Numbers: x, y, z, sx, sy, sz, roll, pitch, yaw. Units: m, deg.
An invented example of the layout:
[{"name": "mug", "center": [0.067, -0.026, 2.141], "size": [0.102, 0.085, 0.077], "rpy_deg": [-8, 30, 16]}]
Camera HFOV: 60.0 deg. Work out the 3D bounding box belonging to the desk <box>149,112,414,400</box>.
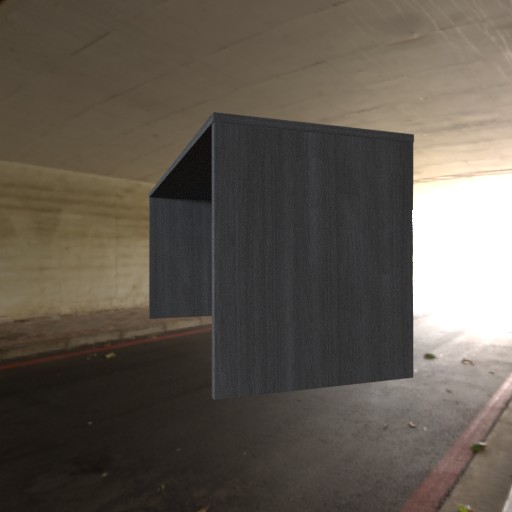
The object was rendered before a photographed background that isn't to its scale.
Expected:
[{"name": "desk", "center": [0.000, 0.000, 2.042], "size": [0.802, 0.750, 1.600], "rpy_deg": [0, 0, -19]}]
